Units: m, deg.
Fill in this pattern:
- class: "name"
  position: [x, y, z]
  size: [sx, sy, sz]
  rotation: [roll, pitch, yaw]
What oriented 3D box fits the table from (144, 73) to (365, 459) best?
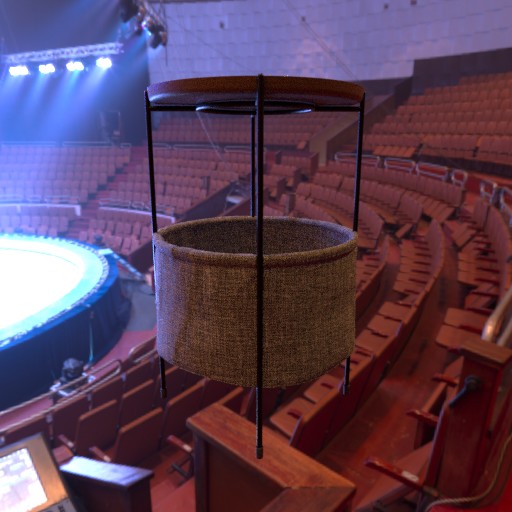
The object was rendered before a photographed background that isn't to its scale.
- class: "table"
  position: [0.000, 0.000, 0.885]
  size: [0.400, 0.623, 0.400]
  rotation: [13, 19, 42]
